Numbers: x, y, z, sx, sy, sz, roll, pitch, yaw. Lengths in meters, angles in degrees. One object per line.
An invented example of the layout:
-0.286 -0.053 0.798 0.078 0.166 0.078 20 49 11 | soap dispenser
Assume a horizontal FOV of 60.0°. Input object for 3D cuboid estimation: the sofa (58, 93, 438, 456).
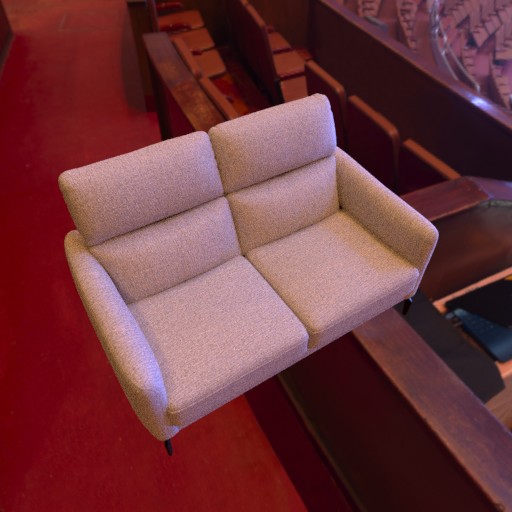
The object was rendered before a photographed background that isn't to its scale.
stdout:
0.000 0.000 2.073 1.540 0.950 0.905 -24 50 -22 | sofa
